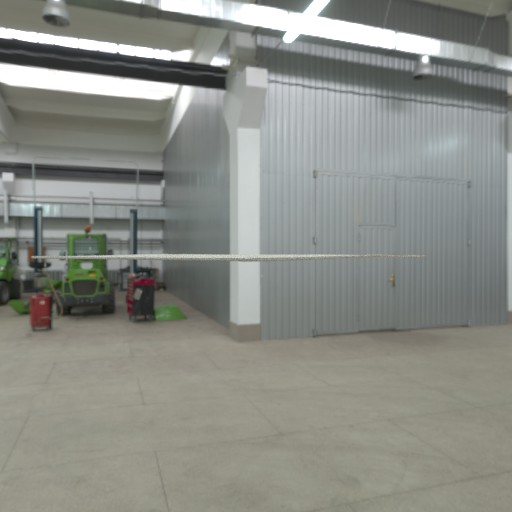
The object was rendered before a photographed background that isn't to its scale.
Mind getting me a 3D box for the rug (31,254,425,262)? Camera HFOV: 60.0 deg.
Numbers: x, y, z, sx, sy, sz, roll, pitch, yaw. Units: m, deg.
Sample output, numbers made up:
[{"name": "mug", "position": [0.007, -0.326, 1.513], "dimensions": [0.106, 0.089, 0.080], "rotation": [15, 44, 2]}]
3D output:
[{"name": "rug", "position": [0.000, 0.000, 3.024], "dimensions": [1.624, 0.030, 2.264], "rotation": [0, 0, 36]}]
